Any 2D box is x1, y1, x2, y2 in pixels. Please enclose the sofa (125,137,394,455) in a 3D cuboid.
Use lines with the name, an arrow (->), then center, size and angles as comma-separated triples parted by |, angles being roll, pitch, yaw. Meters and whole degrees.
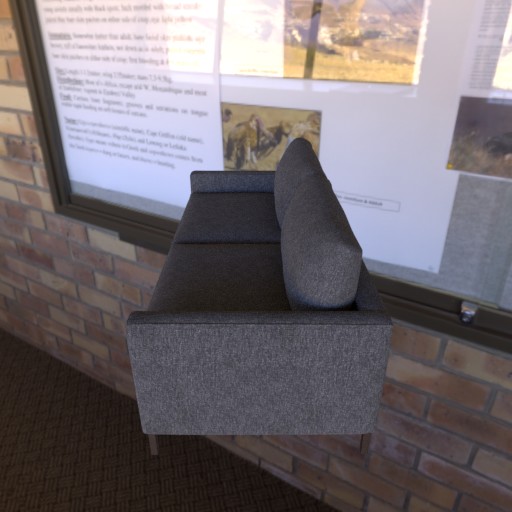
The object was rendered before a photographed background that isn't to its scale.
sofa -> 0.000, 0.000, 2.213 | 0.866, 0.862, 1.716 | 0, 27, 0
